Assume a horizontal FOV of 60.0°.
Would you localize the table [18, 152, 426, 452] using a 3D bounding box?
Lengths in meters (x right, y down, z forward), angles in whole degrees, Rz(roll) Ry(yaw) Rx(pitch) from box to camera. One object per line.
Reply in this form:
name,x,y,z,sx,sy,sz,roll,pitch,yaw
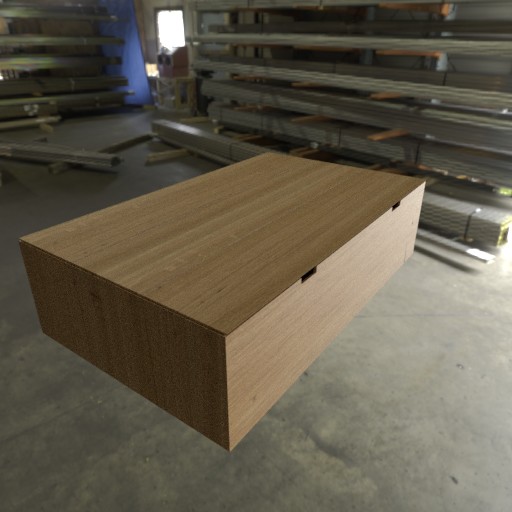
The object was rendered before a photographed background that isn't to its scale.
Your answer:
table,0.000,0.000,1.419,0.678,0.353,1.110,18,32,32
